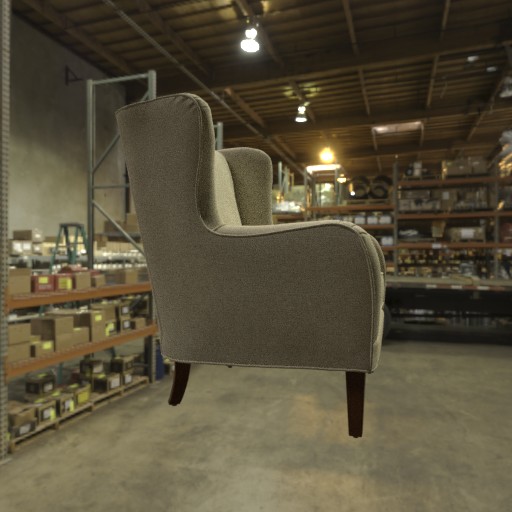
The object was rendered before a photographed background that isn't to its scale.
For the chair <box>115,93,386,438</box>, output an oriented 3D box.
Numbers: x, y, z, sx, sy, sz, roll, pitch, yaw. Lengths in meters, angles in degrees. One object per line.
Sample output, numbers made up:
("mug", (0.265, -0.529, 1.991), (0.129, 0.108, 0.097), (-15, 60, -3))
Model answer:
("chair", (0.000, 0.000, 1.737), (0.966, 1.040, 0.838), (0, 0, 17))
